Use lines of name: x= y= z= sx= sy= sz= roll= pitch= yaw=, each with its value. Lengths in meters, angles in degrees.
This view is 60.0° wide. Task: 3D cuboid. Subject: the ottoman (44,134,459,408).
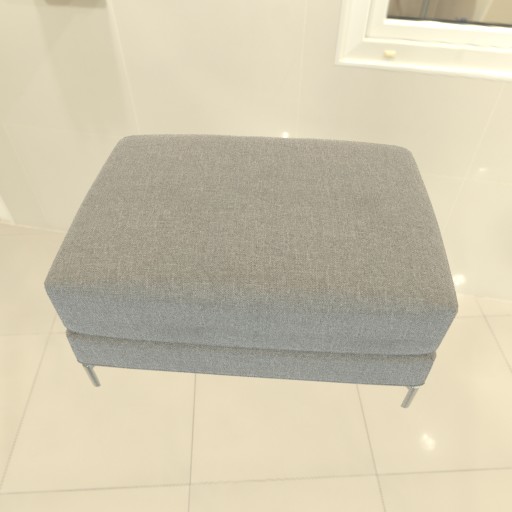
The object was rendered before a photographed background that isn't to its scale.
ottoman: x=0.000 y=0.000 z=1.150 sx=0.838 sy=0.457 sz=0.584 roll=3 pitch=46 yaw=3
